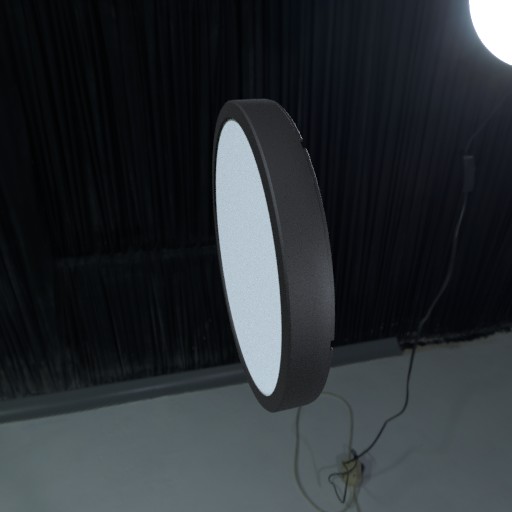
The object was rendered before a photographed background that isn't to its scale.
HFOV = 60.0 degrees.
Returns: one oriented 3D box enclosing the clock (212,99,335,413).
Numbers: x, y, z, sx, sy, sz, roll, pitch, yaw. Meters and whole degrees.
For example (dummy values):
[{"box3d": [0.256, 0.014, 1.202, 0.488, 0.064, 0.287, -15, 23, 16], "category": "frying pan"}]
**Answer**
[{"box3d": [0.000, 0.000, 0.440, 0.040, 0.293, 0.293, -8, 31, -13], "category": "clock"}]
